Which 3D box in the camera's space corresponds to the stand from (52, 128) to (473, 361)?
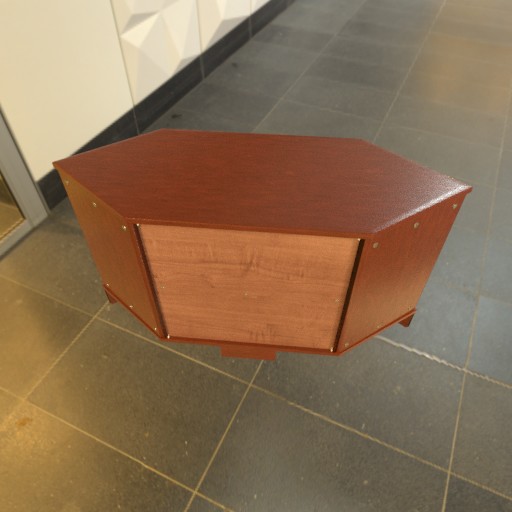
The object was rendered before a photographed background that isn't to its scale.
[{"bbox_3d":[0.000,0.000,1.347,1.072,0.614,0.381,4,48,4],"label":"stand"}]
